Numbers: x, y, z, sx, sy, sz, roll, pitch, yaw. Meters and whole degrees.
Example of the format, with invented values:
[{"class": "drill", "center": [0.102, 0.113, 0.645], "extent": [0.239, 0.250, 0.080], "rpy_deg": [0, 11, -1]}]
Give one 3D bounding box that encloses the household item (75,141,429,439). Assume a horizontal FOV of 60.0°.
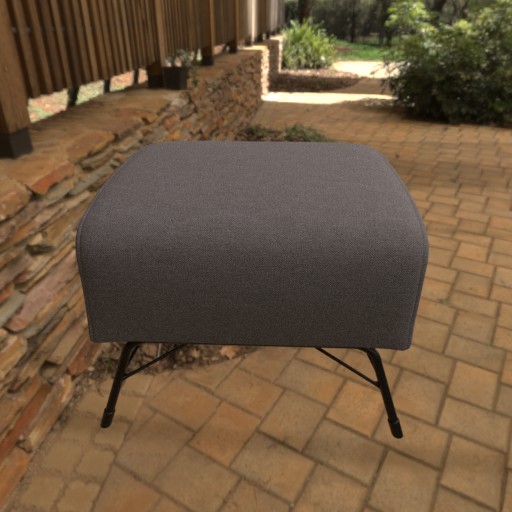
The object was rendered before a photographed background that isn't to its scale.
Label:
[{"class": "household item", "center": [0.000, 0.000, 0.900], "extent": [0.530, 0.410, 0.530], "rpy_deg": [1, 29, 2]}]
